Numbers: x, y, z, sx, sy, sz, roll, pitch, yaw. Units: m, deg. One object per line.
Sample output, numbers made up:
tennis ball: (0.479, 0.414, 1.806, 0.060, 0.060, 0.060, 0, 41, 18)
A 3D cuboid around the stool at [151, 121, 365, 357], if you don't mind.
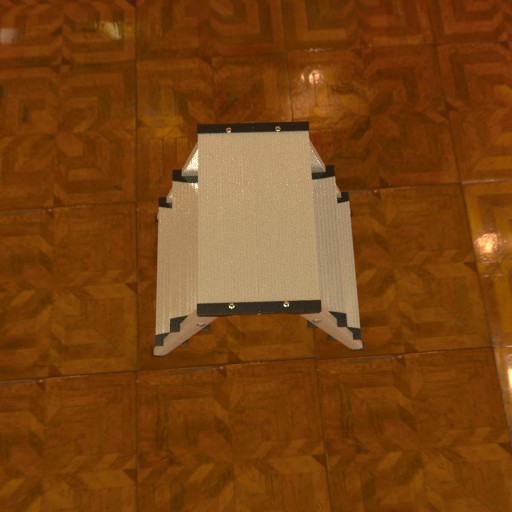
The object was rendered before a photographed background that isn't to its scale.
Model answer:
stool: (0.000, 0.000, 1.052, 0.622, 0.605, 0.437, -2, 76, 0)
